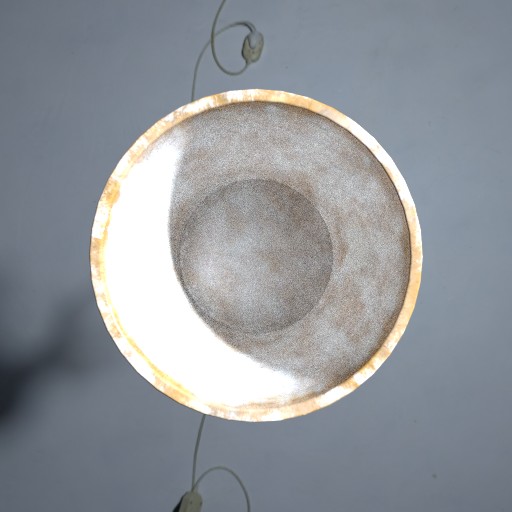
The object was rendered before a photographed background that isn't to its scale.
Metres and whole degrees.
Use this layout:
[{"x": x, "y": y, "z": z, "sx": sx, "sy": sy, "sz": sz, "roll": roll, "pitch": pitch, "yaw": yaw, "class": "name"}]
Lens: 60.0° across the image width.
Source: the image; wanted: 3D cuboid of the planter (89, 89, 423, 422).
[{"x": 0.000, "y": 0.000, "z": 0.448, "sx": 0.255, "sy": 0.223, "sz": 0.255, "roll": 0, "pitch": 90, "yaw": 0, "class": "planter"}]
